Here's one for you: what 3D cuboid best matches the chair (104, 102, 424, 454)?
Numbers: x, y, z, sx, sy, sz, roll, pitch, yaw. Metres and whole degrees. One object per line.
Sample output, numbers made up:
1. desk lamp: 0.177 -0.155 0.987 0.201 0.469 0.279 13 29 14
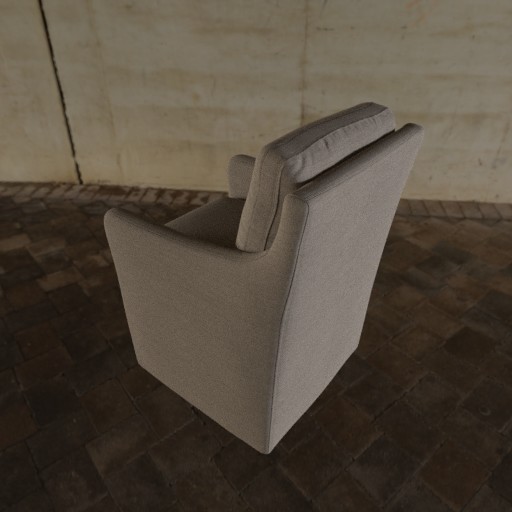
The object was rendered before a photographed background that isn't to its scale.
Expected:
1. chair: 0.000 0.000 1.378 0.694 0.914 0.626 23 40 31
